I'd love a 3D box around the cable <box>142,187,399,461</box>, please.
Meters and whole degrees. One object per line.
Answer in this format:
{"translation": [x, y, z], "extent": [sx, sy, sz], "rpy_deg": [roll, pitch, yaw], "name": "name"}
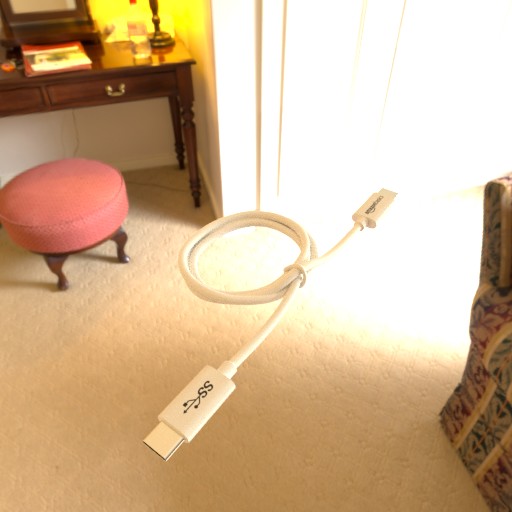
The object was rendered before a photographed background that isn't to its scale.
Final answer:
{"translation": [0.000, 0.000, 0.209], "extent": [0.070, 0.014, 0.186], "rpy_deg": [26, 48, 26], "name": "cable"}
